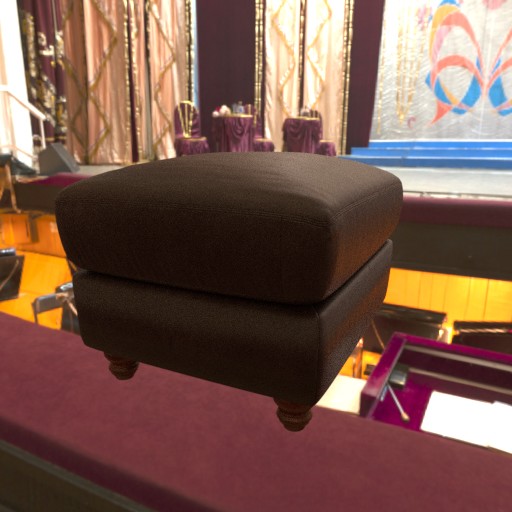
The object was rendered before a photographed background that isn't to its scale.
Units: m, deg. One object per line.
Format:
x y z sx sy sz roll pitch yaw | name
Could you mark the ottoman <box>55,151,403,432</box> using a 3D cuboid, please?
0.000 0.000 1.246 0.670 0.569 0.806 7 16 26 | ottoman
